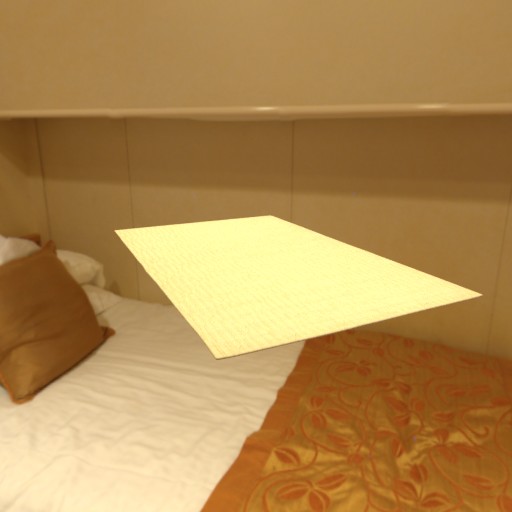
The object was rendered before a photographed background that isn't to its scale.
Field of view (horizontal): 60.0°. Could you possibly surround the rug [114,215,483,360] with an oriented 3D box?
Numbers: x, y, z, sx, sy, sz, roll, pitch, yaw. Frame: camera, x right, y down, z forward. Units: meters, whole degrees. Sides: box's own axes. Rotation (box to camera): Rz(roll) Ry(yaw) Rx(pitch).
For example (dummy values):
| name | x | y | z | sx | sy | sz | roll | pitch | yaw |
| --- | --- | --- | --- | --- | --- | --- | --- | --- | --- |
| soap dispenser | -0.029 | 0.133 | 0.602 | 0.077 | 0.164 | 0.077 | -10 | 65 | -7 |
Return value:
| name | x | y | z | sx | sy | sz | roll | pitch | yaw |
| --- | --- | --- | --- | --- | --- | --- | --- | --- | --- |
| rug | 0.000 | 0.000 | 3.085 | 1.531 | 0.014 | 2.441 | -8 | 18 | -25 |
